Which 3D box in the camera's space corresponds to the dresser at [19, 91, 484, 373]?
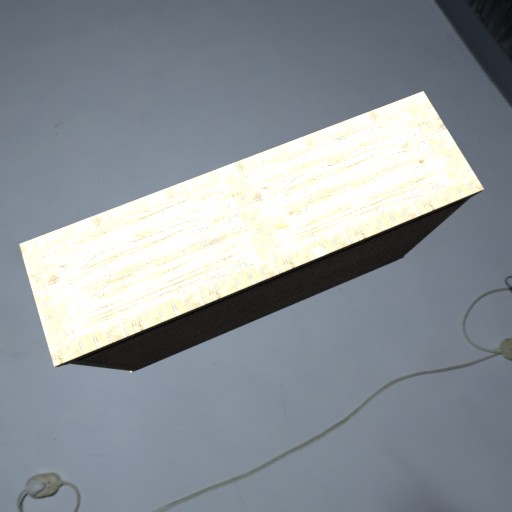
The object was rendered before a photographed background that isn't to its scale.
[{"bbox_3d":[0.000,0.000,2.084,1.626,1.016,0.457,-22,75,-6],"label":"dresser"}]
